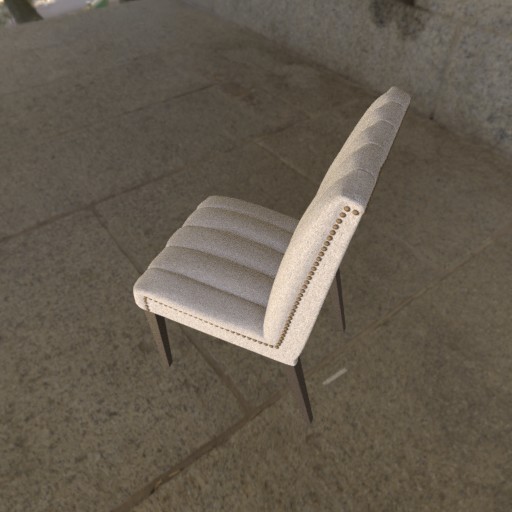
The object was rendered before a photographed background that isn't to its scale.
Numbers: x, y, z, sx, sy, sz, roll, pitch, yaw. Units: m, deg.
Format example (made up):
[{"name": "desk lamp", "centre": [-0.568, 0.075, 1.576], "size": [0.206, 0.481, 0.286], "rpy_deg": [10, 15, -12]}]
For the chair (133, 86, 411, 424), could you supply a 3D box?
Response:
[{"name": "chair", "centre": [0.000, 0.000, 1.395], "size": [0.647, 1.016, 0.511], "rpy_deg": [18, 49, 16]}]
